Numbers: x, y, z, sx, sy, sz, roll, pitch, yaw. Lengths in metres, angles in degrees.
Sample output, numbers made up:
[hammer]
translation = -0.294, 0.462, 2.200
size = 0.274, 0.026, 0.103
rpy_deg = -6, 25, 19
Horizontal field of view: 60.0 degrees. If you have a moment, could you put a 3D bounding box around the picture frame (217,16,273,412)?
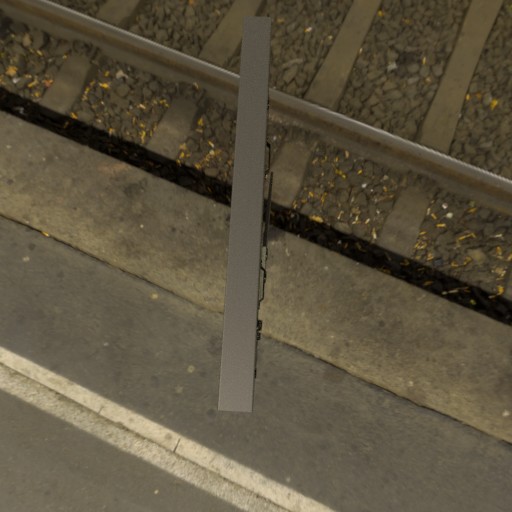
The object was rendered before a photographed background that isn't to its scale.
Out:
[picture frame]
translation = 0.000, 0.000, 0.510
size = 0.036, 0.383, 0.307
rpy_deg = 3, 76, 1
